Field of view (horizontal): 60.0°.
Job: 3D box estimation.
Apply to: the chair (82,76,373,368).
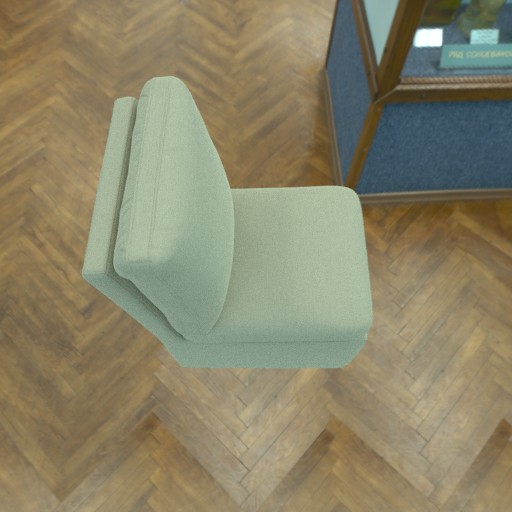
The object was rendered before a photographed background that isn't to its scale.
[{"bbox_3d":[0.000,0.000,1.324,0.698,0.927,0.503,0,64,0],"label":"chair"}]
